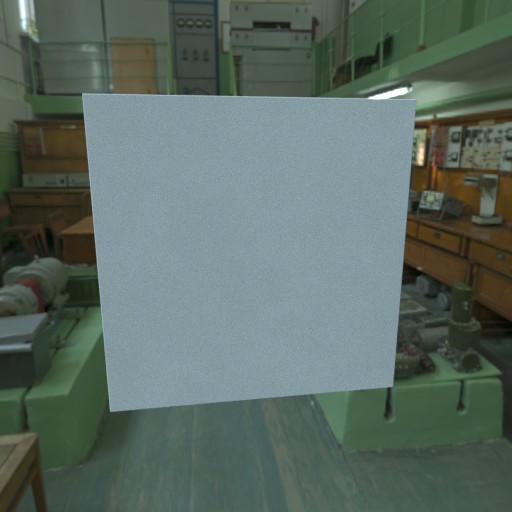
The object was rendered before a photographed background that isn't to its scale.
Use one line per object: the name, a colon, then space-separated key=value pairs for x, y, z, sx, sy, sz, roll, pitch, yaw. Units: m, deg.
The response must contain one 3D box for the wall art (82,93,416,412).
wall art: x=0.000 y=0.000 z=0.454 sx=0.305 sy=0.305 sz=0.038 roll=-2 pitch=14 yaw=-9
